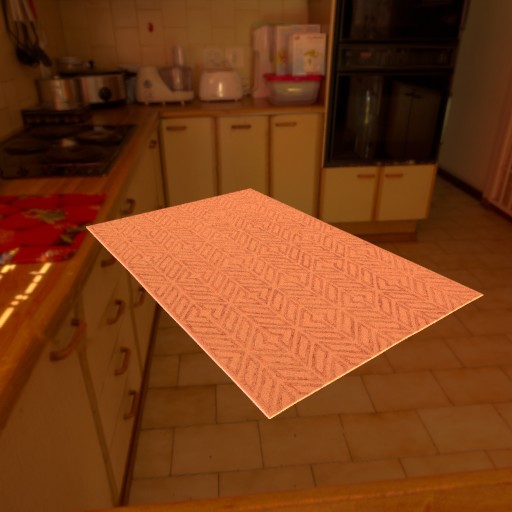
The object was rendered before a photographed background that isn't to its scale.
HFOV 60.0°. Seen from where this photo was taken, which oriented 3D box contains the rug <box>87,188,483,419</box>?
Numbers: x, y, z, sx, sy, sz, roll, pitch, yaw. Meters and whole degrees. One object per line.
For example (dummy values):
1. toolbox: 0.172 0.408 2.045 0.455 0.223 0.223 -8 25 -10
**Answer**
1. rug: 0.000 0.000 2.349 1.220 0.007 1.828 -18 33 -31
